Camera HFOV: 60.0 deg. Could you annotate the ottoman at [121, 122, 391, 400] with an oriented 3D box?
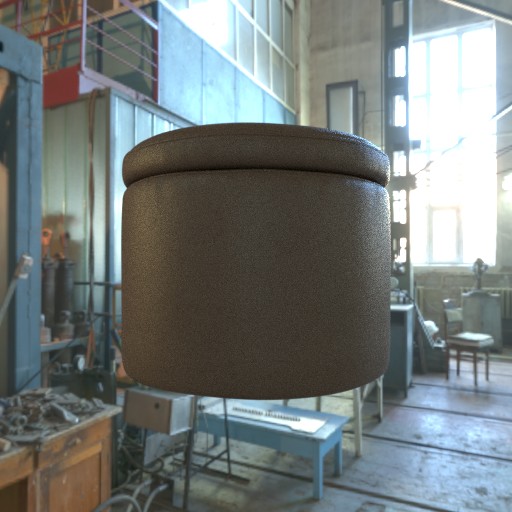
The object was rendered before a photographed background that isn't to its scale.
[{"bbox_3d":[0.000,0.000,0.858,0.500,0.409,0.500,0,-1,0],"label":"ottoman"}]
